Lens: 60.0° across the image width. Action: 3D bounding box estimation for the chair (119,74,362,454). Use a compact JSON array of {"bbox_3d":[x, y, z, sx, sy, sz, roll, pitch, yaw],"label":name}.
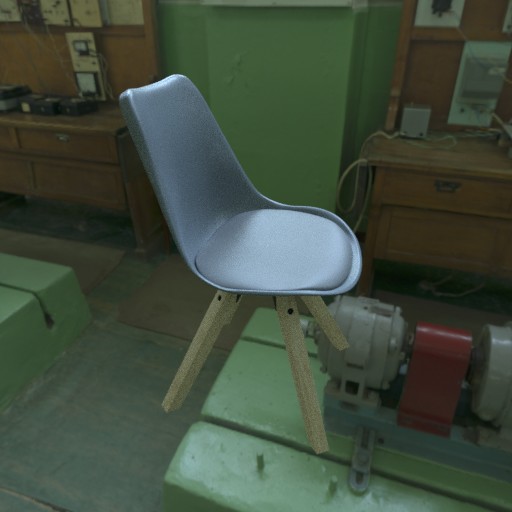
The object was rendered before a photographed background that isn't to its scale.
[{"bbox_3d":[0.000,0.000,1.178,0.550,0.850,0.485,9,32,15],"label":"chair"}]
